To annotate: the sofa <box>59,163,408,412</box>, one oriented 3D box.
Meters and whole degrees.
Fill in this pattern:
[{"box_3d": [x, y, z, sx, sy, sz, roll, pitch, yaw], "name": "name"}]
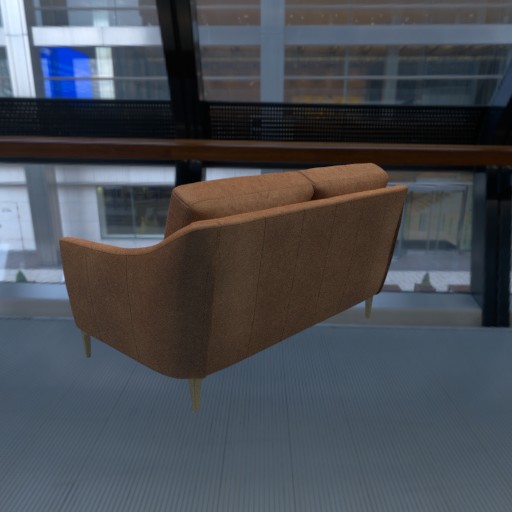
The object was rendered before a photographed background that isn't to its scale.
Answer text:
[{"box_3d": [0.000, 0.000, 2.277, 1.619, 0.902, 0.960, -16, 22, -42], "name": "sofa"}]
